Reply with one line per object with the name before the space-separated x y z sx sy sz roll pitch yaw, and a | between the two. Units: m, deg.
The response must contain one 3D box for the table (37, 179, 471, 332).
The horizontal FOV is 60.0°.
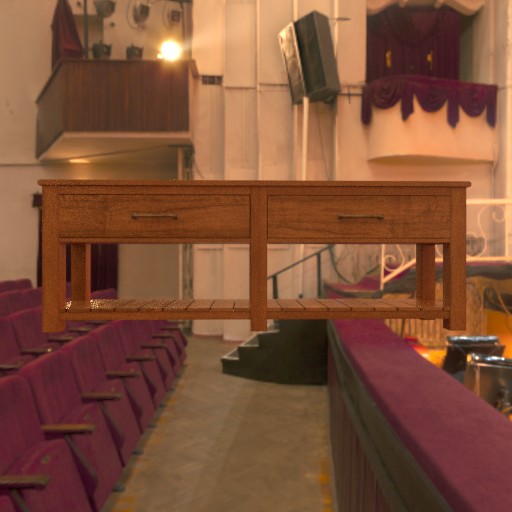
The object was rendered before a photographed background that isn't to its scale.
table | 0.000 0.000 2.049 1.815 0.635 0.425 0 0 -2
